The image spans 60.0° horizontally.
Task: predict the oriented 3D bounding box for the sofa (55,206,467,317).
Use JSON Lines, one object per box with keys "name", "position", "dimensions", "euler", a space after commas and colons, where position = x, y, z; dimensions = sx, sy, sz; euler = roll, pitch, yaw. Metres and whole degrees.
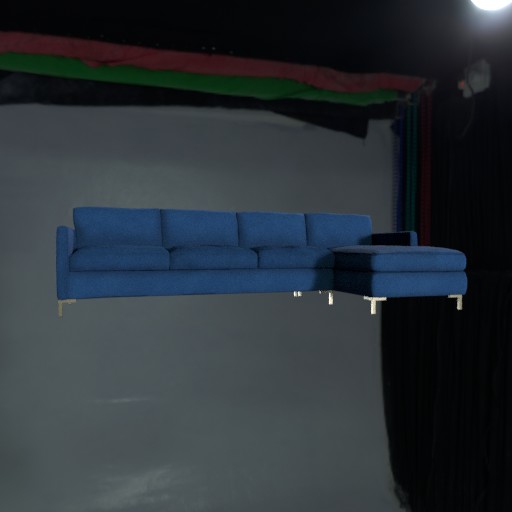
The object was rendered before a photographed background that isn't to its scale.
{"name": "sofa", "position": [0.000, 0.000, 3.503], "dimensions": [2.932, 0.810, 1.350], "euler": [0, 1, -18]}
